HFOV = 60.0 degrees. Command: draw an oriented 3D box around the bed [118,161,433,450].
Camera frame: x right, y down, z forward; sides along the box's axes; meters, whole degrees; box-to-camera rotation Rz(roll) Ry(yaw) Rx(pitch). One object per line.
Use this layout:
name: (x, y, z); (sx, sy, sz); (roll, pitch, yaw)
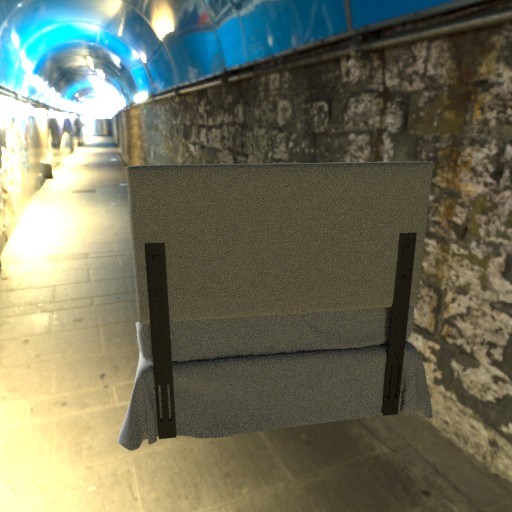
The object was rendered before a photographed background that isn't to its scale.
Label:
bed: (0.000, 0.000, 3.458); (1.936, 1.577, 2.222); (-3, 17, -9)
